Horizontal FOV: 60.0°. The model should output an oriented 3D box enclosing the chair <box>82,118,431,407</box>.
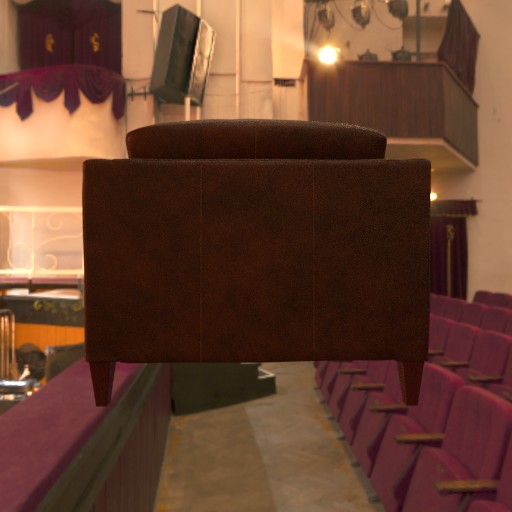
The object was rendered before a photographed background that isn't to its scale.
[{"bbox_3d":[0.000,0.000,1.725,0.990,0.864,0.975,0,-1,0],"label":"chair"}]
